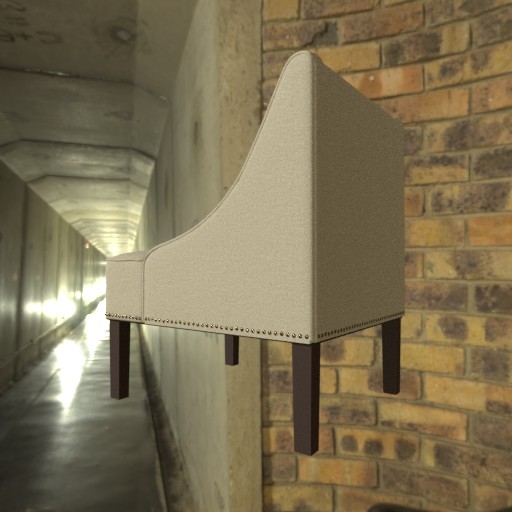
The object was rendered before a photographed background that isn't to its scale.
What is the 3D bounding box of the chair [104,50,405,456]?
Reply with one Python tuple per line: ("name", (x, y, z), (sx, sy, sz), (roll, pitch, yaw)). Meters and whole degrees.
("chair", (0.000, 0.000, 1.372), (0.737, 0.864, 0.610), (-1, -1, 36))
